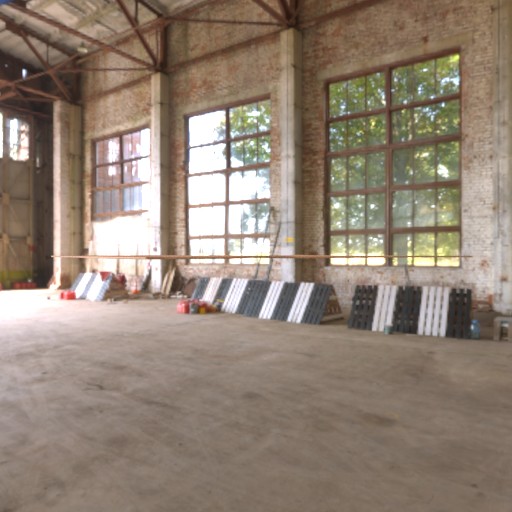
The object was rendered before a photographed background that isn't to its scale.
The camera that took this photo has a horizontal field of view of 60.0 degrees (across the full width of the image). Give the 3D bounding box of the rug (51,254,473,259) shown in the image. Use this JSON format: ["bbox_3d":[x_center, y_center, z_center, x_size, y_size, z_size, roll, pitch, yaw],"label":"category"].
[{"bbox_3d":[0.000,0.000,4.080,3.057,0.021,2.431,0,0,-35],"label":"rug"}]
